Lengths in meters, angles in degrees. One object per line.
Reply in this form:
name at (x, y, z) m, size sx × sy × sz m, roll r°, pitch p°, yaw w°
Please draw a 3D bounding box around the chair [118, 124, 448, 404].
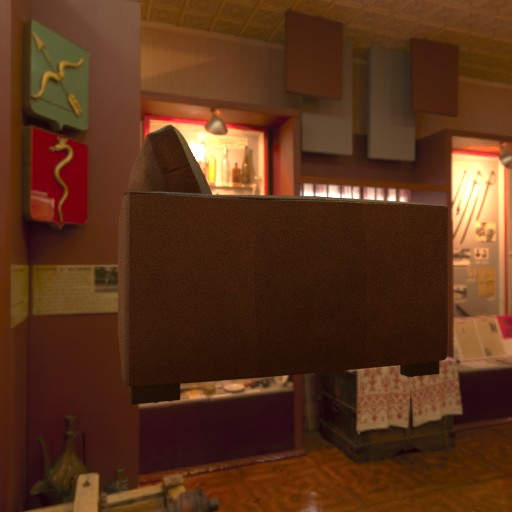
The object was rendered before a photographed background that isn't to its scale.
chair at (0.000, 0.000, 1.818) m, size 1.069 × 0.812 × 1.100 m, roll 0°, pitch -1°, yaw -18°
